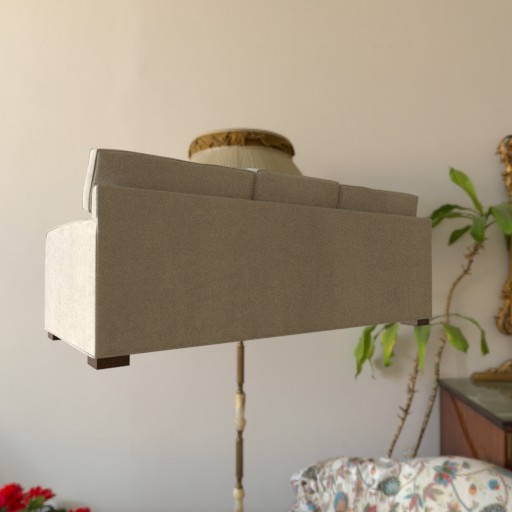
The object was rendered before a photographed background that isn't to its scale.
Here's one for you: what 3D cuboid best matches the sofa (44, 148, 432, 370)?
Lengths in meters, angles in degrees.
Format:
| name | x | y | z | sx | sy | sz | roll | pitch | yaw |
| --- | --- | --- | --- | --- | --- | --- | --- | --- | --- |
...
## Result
| name | x | y | z | sx | sy | sz | roll | pitch | yaw |
| --- | --- | --- | --- | --- | --- | --- | --- | --- | --- |
| sofa | 0.000 | 0.000 | 2.571 | 2.093 | 0.862 | 0.936 | 1 | -1 | -36 |
